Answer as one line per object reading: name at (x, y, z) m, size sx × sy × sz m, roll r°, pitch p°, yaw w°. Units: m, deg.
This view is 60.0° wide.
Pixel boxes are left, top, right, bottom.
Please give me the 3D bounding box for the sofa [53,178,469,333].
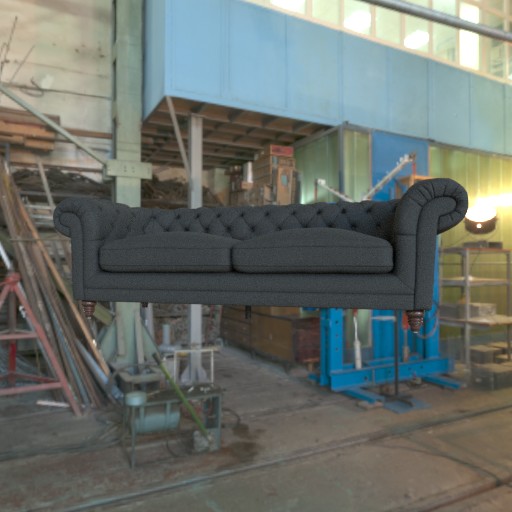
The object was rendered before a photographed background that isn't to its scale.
sofa at (0.000, 0.000, 2.825) m, size 2.362 × 0.762 × 0.991 m, roll 0°, pitch -1°, yaw 17°
